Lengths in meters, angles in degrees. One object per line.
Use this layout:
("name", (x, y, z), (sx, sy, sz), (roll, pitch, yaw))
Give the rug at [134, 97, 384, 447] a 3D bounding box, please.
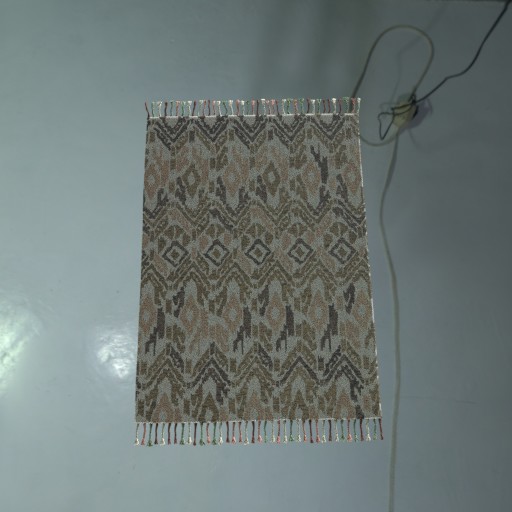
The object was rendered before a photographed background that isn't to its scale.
("rug", (0.000, 0.000, 2.301), (1.219, 0.008, 1.829), (-1, 77, 0))
